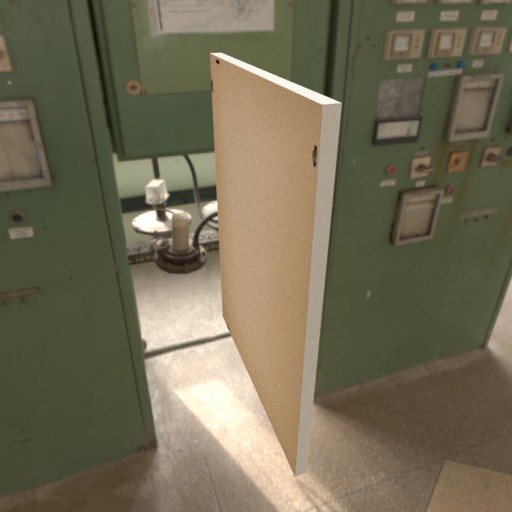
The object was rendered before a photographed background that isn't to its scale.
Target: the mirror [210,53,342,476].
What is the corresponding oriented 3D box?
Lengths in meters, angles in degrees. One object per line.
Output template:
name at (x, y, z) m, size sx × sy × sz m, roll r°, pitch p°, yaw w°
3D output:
mirror at (0.000, 0.000, 1.305) m, size 0.041 × 1.016 × 0.762 m, roll -10°, pitch 32°, yaw -16°
